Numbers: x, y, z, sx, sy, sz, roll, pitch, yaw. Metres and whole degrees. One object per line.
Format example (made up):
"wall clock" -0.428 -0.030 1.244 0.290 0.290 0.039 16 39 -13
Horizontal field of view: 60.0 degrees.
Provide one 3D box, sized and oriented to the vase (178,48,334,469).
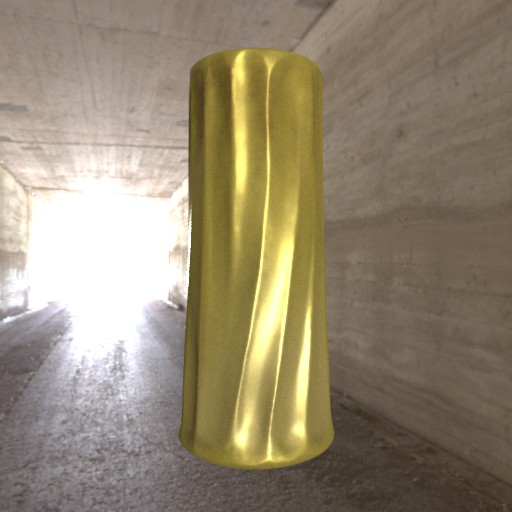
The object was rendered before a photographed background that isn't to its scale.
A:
"vase" 0.000 0.000 0.176 0.061 0.143 0.061 0 0 0
